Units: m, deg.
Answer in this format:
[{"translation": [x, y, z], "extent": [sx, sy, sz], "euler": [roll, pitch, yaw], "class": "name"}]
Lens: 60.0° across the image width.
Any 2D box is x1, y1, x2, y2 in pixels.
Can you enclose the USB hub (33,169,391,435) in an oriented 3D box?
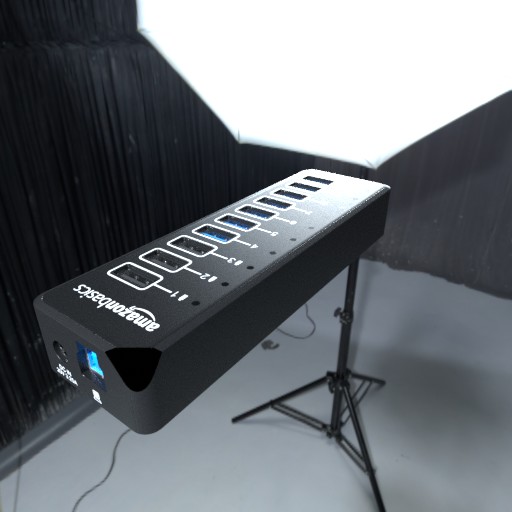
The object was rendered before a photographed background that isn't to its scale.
[{"translation": [0.000, 0.000, 0.162], "extent": [0.044, 0.023, 0.145], "euler": [20, 34, 32], "class": "USB hub"}]
